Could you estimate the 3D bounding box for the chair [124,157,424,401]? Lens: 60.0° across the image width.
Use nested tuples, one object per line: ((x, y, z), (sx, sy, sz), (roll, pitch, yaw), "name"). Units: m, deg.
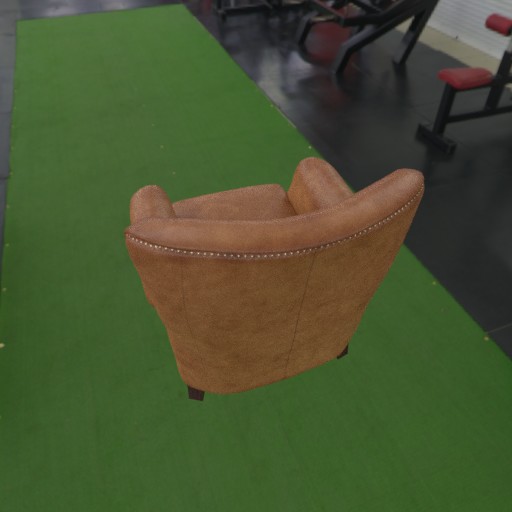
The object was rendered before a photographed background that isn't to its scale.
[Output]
((0.000, 0.000, 1.666), (0.861, 0.936, 0.921), (-13, 45, -13), "chair")
